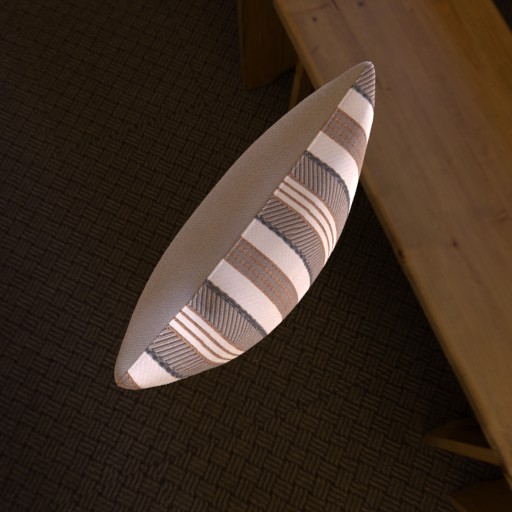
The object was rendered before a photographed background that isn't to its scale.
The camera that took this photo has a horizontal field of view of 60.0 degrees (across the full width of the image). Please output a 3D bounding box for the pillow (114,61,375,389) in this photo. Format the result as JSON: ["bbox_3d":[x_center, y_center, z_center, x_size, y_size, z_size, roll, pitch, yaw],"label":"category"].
[{"bbox_3d":[0.000,0.000,0.626,0.173,0.401,0.416,36,79,8],"label":"pillow"}]
